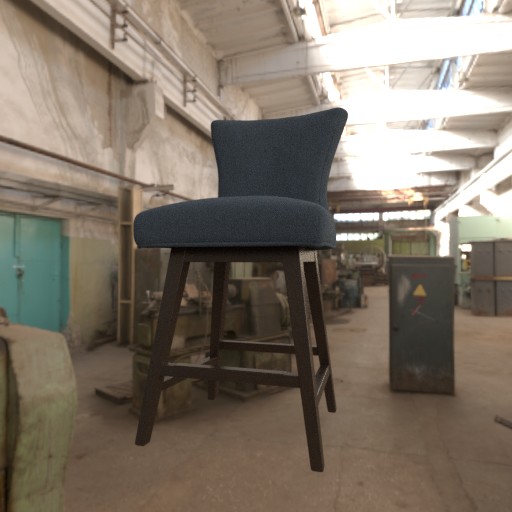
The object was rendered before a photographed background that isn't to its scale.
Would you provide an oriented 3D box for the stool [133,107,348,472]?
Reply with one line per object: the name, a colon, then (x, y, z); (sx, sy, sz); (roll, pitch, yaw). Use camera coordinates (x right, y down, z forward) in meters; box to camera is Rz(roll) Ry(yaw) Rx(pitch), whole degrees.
stool: (0.000, 0.000, 1.349); (0.514, 1.000, 0.574); (0, -1, 18)
